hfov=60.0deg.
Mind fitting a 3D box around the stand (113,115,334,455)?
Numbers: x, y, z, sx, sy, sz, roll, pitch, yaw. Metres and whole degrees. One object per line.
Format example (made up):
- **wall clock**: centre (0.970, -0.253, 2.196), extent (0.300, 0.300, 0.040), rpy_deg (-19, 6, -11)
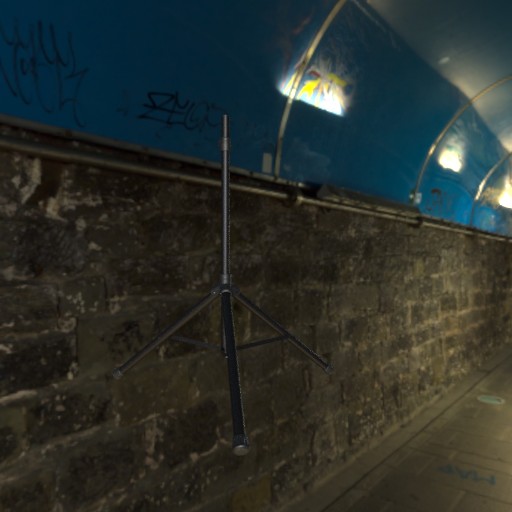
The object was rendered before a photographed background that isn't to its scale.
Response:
- **stand**: centre (0.000, 0.000, 1.888), extent (0.907, 1.136, 1.045), rpy_deg (0, 0, -35)
